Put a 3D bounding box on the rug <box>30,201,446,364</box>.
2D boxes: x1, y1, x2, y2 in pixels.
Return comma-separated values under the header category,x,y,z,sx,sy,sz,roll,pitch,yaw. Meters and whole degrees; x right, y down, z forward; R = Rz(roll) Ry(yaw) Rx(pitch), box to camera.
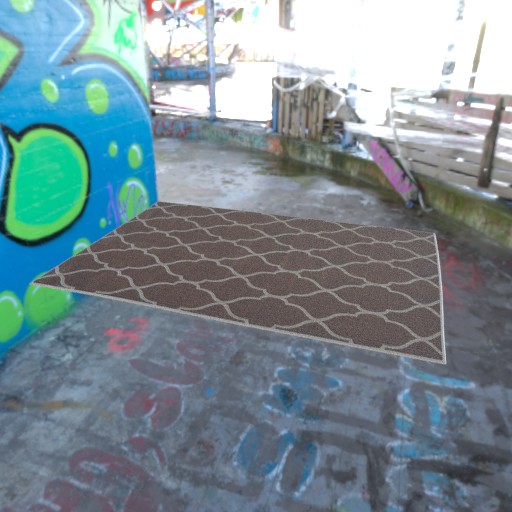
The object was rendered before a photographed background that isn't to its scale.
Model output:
category,x,y,z,sx,sy,sz,roll,pitch,yaw
rug,0.000,0.000,2.921,2.294,0.014,1.528,8,28,16
